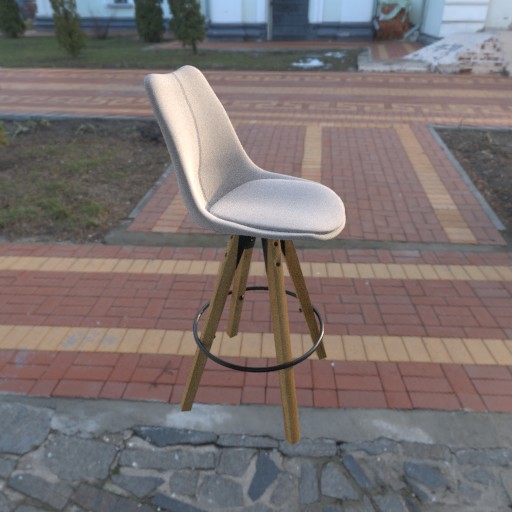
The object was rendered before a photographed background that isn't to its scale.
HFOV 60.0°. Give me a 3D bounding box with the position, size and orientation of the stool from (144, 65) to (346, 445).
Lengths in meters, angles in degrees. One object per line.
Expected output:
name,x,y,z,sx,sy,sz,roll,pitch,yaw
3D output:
stool,0.000,0.000,1.455,0.550,1.115,0.484,10,31,17
